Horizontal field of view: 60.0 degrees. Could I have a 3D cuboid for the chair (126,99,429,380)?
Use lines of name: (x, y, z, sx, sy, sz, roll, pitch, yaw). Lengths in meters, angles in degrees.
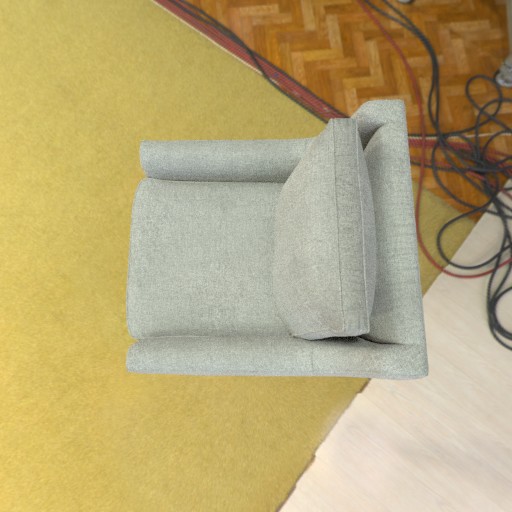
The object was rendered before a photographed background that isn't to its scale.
chair: (0.000, 0.000, 1.586, 0.918, 0.864, 0.838, 0, 76, 0)
